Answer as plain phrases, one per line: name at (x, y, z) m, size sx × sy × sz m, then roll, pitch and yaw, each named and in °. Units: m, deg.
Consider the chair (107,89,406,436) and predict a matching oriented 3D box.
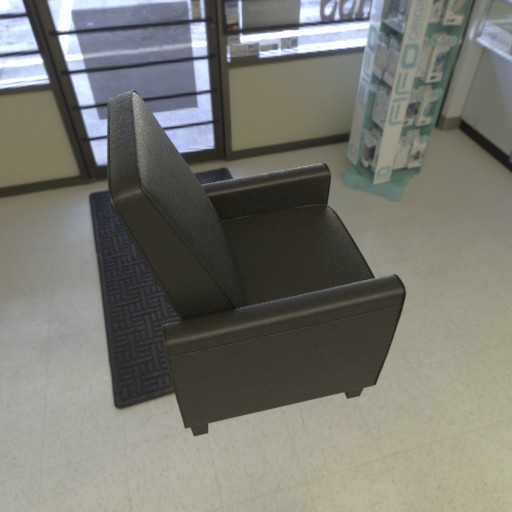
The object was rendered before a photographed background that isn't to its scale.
chair at (0.000, 0.000, 1.481) m, size 0.746 × 1.013 × 0.705 m, roll -9°, pitch 45°, yaw -10°
